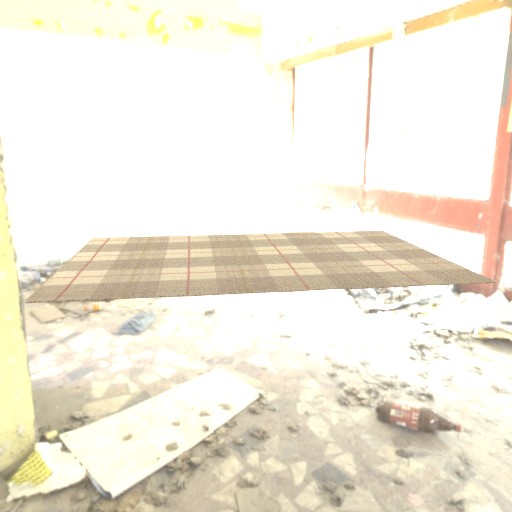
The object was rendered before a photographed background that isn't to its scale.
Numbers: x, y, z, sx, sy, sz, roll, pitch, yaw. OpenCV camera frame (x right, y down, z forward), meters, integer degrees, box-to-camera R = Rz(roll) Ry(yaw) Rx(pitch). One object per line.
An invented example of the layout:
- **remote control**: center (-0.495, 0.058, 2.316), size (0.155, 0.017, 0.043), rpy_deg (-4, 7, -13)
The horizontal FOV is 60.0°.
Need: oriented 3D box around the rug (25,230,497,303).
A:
- **rug**: center (0.000, 0.000, 3.014), size (2.464, 0.010, 1.549), rpy_deg (-2, 14, -8)
